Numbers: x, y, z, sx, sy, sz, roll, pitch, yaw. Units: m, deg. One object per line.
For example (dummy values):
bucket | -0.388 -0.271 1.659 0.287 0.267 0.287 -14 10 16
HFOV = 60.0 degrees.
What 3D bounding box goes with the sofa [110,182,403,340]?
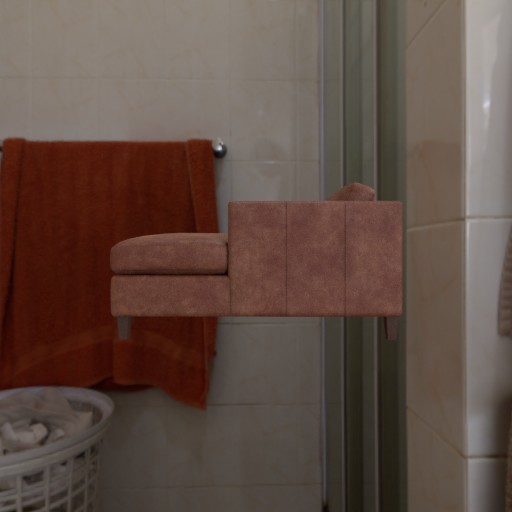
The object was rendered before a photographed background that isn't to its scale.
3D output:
sofa | 0.000 0.000 3.947 1.581 0.883 3.203 0 0 0
